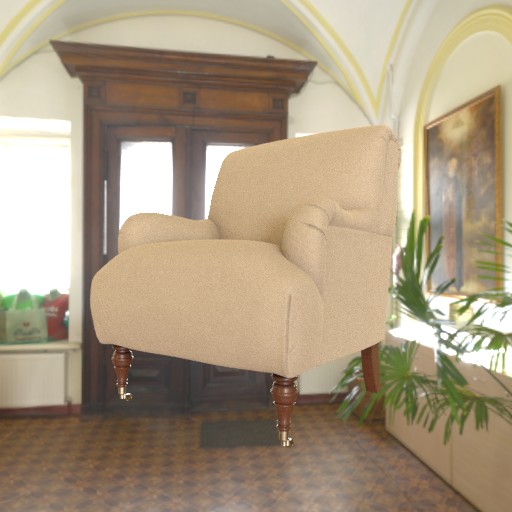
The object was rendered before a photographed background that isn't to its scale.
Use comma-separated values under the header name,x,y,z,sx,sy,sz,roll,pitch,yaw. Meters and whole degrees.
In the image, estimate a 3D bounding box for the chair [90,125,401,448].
name,x,y,z,sx,sy,sz,roll,pitch,yaw
chair,0.000,0.000,1.500,0.766,0.942,0.842,0,0,36
